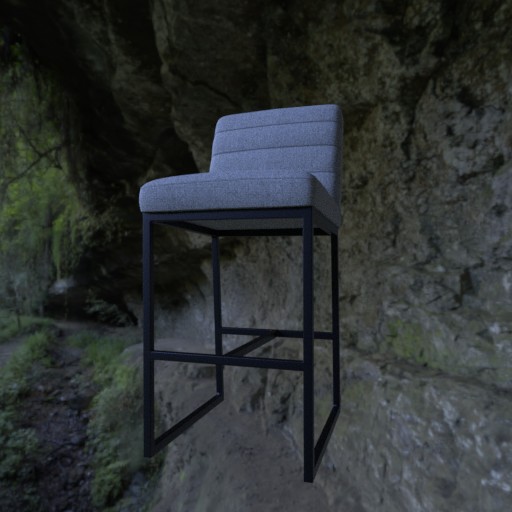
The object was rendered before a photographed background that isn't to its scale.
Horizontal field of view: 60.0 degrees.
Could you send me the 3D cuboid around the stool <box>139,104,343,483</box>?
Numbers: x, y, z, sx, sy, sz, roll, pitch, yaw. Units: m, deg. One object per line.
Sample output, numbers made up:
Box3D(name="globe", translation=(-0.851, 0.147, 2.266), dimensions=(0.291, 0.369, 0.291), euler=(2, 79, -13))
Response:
Box3D(name="stool", translation=(0.000, 0.000, 1.319), dimensions=(0.459, 1.034, 0.571), euler=(0, -1, 18))
